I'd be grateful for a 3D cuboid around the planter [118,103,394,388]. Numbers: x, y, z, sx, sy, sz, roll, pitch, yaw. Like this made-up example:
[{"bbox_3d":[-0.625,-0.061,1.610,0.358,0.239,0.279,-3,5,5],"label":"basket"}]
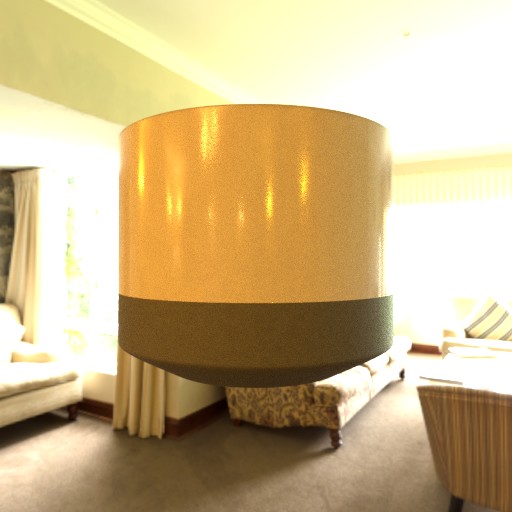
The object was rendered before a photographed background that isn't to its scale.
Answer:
[{"bbox_3d":[0.000,0.000,0.216,0.128,0.105,0.128,0,0,0],"label":"planter"}]
